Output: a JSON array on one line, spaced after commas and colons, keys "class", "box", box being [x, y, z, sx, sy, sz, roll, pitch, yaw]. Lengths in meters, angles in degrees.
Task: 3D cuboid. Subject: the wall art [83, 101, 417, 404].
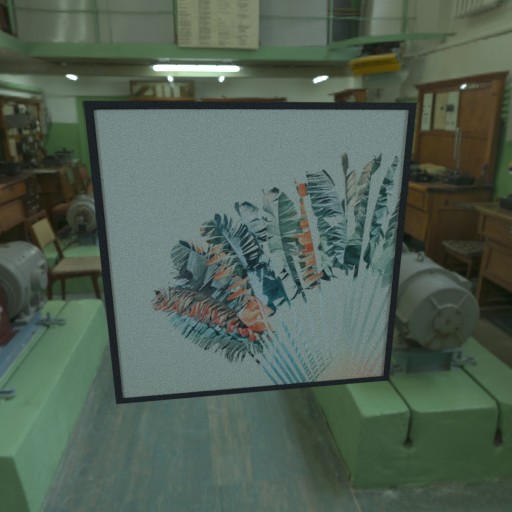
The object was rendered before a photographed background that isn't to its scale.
[{"class": "wall art", "box": [0.000, 0.000, 0.459, 0.302, 0.300, 0.036, -2, 17, -8]}]
